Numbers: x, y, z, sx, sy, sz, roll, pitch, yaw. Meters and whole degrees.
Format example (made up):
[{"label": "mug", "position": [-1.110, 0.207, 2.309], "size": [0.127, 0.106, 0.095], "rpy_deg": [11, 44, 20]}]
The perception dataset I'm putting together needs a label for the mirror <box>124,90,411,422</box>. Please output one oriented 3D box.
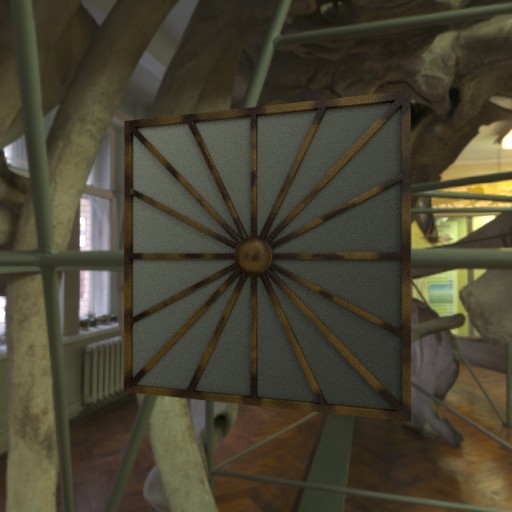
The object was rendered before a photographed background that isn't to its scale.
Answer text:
[{"label": "mirror", "position": [0.000, 0.000, 0.770], "size": [0.509, 0.507, 0.042], "rpy_deg": [0, 0, 17]}]
